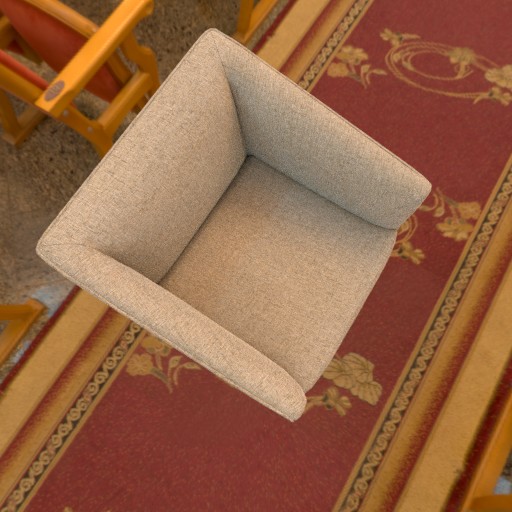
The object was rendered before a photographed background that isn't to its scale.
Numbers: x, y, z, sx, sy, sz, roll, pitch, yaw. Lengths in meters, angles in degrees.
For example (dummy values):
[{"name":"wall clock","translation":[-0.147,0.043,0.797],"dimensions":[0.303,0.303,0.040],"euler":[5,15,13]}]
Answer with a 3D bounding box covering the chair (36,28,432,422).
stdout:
[{"name":"chair","translation":[0.000,0.000,1.222],"dimensions":[0.623,0.760,0.628],"euler":[31,77,8]}]
